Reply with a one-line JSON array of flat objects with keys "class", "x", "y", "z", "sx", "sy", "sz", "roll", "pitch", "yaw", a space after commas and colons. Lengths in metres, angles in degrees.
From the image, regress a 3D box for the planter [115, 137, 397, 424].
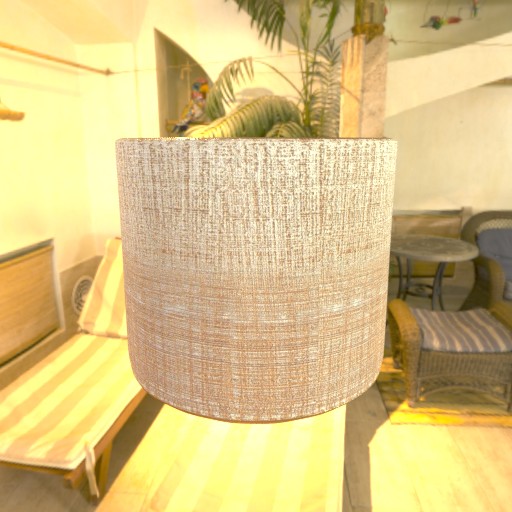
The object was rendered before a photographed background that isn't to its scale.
[{"class": "planter", "x": 0.000, "y": 0.000, "z": 0.187, "sx": 0.109, "sy": 0.096, "sz": 0.109, "roll": 0, "pitch": 15, "yaw": 0}]
